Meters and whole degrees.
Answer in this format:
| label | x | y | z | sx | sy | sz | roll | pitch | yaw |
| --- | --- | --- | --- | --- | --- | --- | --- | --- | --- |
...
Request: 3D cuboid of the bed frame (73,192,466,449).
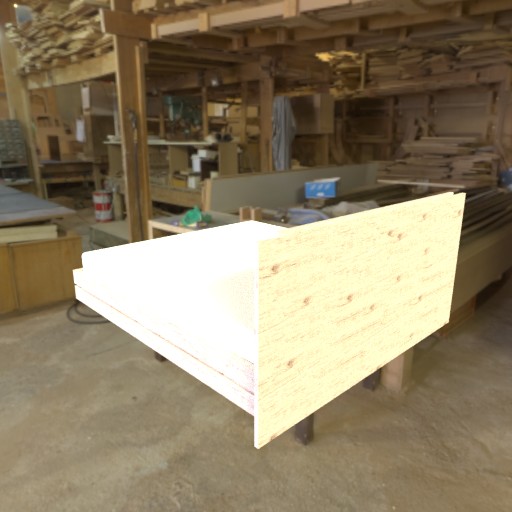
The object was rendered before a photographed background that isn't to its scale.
| label | x | y | z | sx | sy | sz | roll | pitch | yaw |
| --- | --- | --- | --- | --- | --- | --- | --- | --- | --- |
| bed frame | 0.000 | 0.000 | 3.218 | 1.950 | 0.970 | 2.080 | -15 | 22 | -41 |
